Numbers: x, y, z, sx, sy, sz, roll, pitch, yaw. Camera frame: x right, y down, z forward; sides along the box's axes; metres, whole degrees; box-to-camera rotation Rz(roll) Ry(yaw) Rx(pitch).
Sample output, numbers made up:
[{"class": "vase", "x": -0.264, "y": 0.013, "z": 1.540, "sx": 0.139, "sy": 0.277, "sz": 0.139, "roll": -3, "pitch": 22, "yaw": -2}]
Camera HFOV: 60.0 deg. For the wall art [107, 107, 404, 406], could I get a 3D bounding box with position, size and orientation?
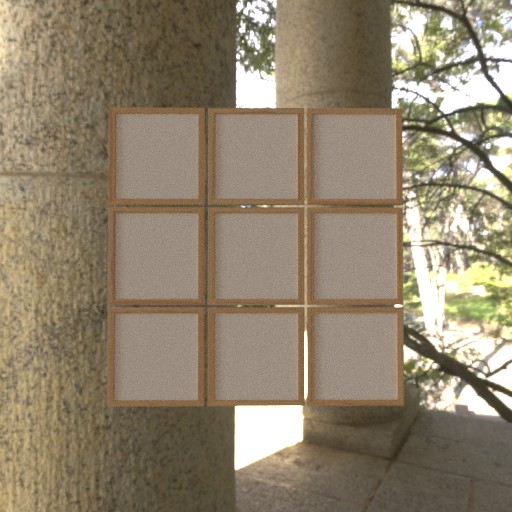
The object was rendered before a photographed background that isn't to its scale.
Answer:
[{"class": "wall art", "x": 0.000, "y": 0.000, "z": 1.363, "sx": 0.904, "sy": 0.913, "sz": 0.013, "roll": 0, "pitch": -1, "yaw": -1}]
